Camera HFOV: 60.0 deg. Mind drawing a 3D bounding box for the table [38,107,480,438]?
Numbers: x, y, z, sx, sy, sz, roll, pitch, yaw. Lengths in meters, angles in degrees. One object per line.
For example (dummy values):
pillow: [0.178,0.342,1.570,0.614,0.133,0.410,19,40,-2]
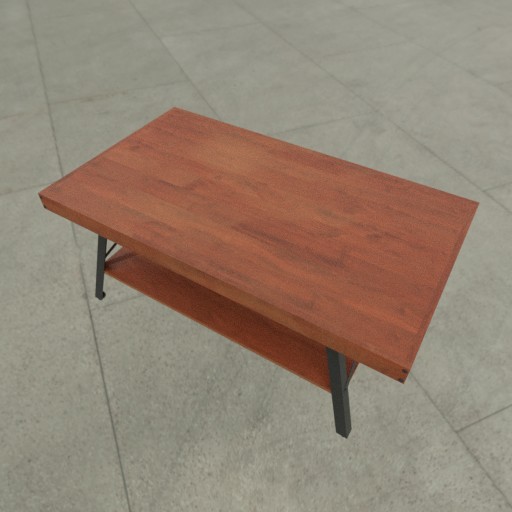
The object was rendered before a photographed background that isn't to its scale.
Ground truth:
table: [0.000,0.000,1.392,1.067,0.457,0.610,24,50,22]
